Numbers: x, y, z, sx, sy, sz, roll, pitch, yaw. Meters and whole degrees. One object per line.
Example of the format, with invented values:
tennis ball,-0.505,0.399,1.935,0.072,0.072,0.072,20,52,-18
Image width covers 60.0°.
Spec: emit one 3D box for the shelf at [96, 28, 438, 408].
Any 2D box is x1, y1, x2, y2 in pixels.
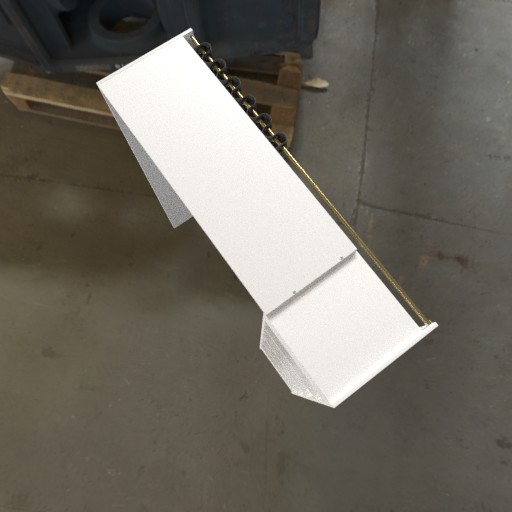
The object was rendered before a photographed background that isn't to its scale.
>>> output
shelf,0.000,0.000,2.594,0.500,1.810,1.600,-35,77,-9
